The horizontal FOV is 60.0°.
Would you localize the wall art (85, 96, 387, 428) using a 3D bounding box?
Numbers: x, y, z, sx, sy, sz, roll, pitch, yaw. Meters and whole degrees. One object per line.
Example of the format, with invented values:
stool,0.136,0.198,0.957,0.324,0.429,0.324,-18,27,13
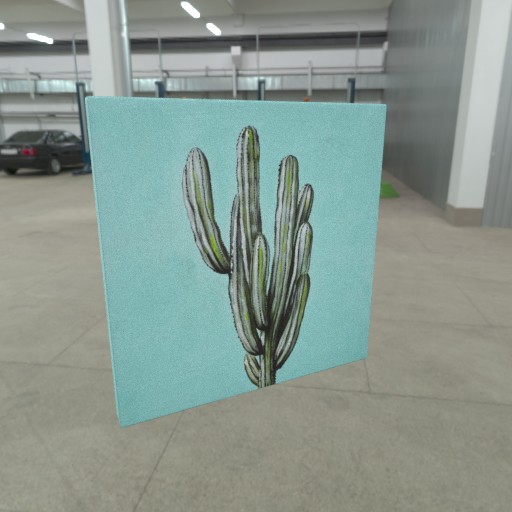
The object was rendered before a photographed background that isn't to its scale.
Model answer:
wall art,0.000,0.000,1.160,0.765,0.766,0.054,-8,18,-26
